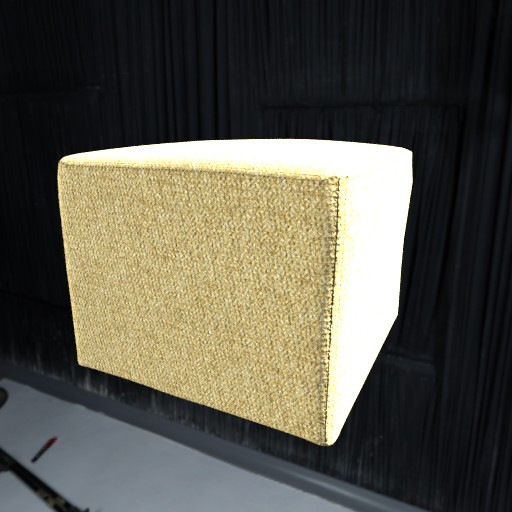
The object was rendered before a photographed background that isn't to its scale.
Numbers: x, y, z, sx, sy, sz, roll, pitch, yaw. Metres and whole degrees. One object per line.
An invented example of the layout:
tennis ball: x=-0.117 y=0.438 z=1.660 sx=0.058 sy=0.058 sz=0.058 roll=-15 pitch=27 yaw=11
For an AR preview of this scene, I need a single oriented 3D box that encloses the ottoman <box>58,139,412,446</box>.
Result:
ottoman: x=0.000 y=0.000 z=0.882 sx=0.505 sy=0.441 sz=0.512 roll=9 pitch=19 yaw=26
